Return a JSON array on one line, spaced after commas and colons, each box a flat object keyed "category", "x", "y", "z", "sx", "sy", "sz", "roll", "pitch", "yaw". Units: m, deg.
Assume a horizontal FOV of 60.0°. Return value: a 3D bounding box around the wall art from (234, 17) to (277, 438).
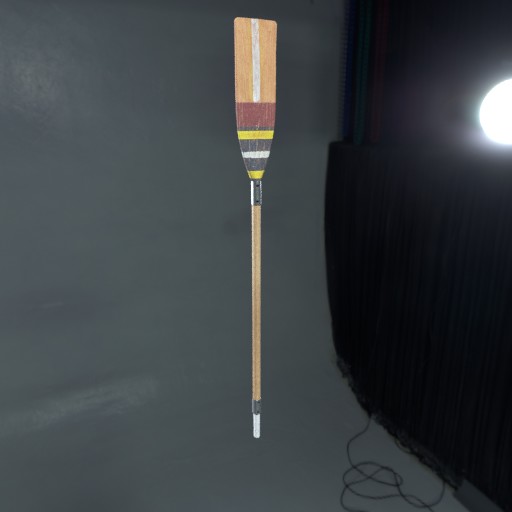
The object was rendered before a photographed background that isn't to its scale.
[{"category": "wall art", "x": 0.000, "y": 0.000, "z": 1.617, "sx": 0.146, "sy": 1.556, "sz": 0.038, "roll": -8, "pitch": 18, "yaw": -26}]
